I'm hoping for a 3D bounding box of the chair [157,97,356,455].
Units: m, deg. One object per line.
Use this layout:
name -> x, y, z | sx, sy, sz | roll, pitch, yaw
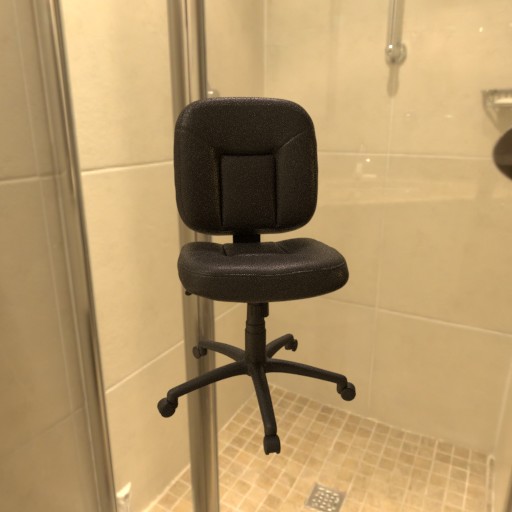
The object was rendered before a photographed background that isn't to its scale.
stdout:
chair -> 0.000, 0.000, 1.374 | 0.647, 0.959, 0.646 | -2, 17, -8
